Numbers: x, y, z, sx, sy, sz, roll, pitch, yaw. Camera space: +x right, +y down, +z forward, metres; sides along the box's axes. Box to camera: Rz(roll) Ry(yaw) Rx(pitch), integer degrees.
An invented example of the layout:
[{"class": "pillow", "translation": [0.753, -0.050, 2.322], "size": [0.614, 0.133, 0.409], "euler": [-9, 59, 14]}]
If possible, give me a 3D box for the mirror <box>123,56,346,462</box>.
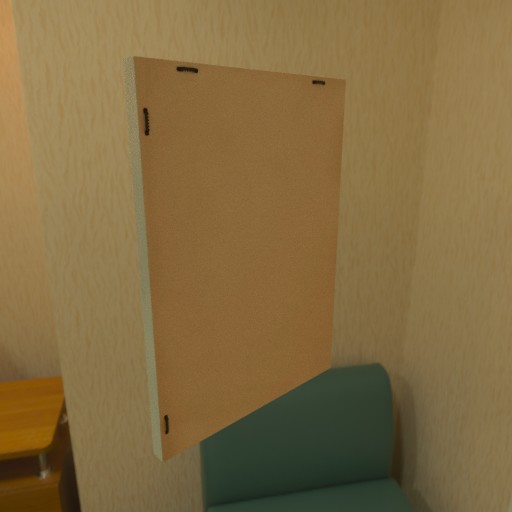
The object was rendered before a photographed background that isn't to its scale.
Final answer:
[{"class": "mirror", "translation": [0.000, 0.000, 0.915], "size": [0.507, 0.710, 0.039], "euler": [-15, 22, -40]}]
